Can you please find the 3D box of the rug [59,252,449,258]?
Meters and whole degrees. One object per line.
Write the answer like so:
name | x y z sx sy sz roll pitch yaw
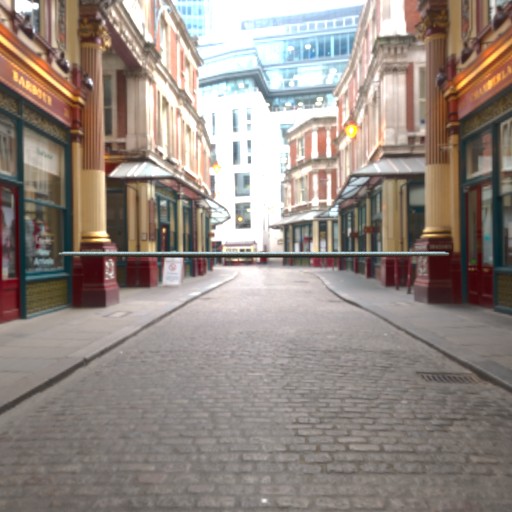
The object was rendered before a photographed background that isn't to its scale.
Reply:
rug | 0.000 0.000 2.296 1.219 0.012 1.840 0 0 0
